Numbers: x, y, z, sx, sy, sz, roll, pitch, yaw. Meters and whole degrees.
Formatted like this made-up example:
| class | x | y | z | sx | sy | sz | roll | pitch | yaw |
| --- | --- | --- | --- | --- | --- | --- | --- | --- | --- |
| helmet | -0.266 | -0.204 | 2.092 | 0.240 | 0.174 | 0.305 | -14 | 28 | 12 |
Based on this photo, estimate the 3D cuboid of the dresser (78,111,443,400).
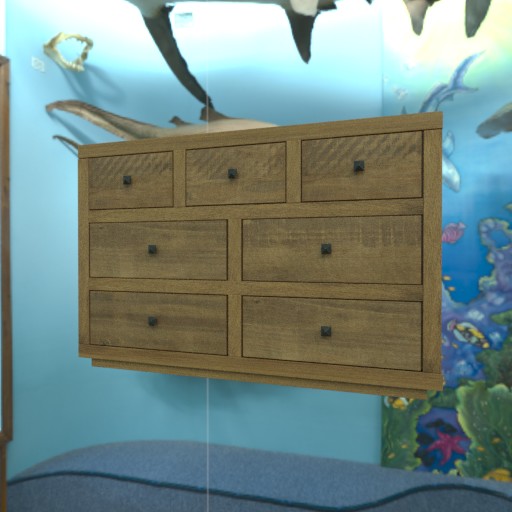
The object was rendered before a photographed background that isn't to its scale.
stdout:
| class | x | y | z | sx | sy | sz | roll | pitch | yaw |
| --- | --- | --- | --- | --- | --- | --- | --- | --- | --- |
| dresser | 0.000 | 0.000 | 1.653 | 1.261 | 0.825 | 0.479 | 0 | 1 | 19 |
